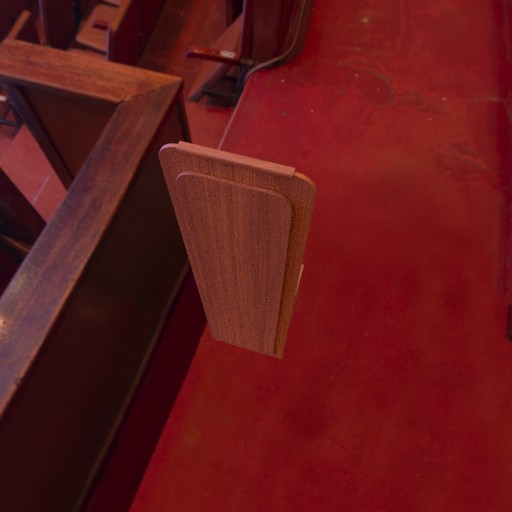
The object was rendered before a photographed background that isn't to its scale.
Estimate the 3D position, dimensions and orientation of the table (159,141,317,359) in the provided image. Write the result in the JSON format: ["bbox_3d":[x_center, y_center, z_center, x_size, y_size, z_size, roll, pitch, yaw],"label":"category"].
[{"bbox_3d":[0.000,0.000,2.045,0.450,1.830,0.420,15,64,7],"label":"table"}]
